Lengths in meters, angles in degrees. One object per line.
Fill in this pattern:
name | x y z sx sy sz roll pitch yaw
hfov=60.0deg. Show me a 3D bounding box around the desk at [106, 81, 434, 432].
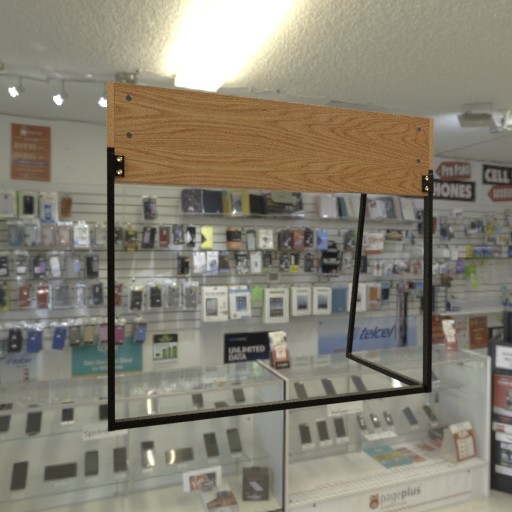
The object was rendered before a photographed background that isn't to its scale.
desk | 0.000 0.000 1.876 1.191 1.061 0.769 0 1 -18
